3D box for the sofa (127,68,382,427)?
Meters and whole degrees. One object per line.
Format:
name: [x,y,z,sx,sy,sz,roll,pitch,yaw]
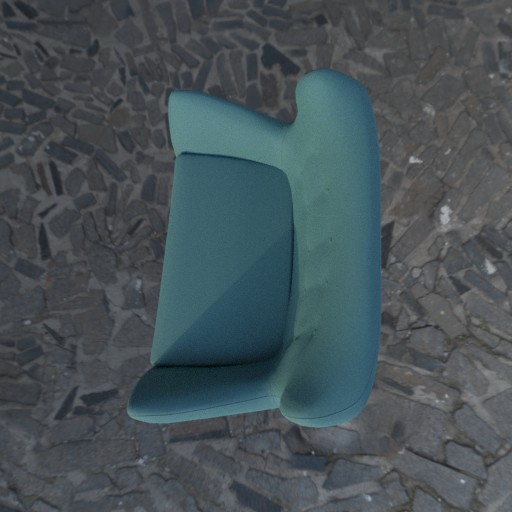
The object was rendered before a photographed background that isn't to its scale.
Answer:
sofa: [0.000,0.000,1.943,0.889,0.889,1.397,4,75,1]
